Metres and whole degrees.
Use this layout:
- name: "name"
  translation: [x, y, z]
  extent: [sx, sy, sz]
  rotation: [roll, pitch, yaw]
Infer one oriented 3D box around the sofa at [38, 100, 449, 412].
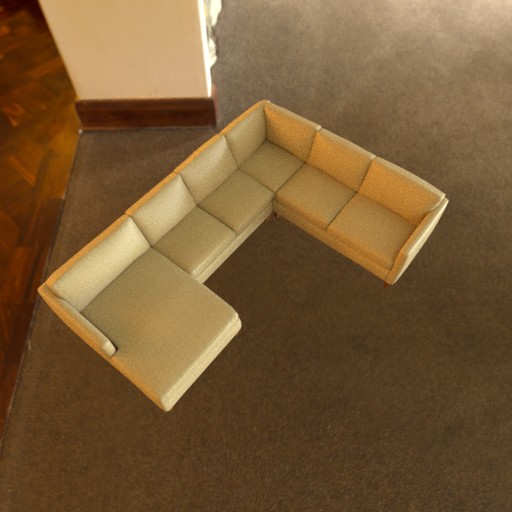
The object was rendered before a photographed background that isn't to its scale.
- name: "sofa"
  translation: [0.000, 0.000, 4.655]
  extent: [2.594, 0.961, 3.460]
  rotation: [34, 64, 19]
